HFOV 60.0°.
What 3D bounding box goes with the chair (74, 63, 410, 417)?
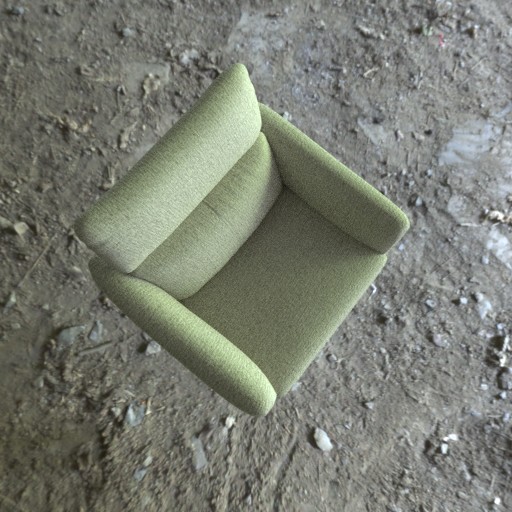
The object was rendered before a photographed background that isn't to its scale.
[{"bbox_3d":[0.000,0.000,1.719,0.835,0.967,0.972,38,78,10],"label":"chair"}]
